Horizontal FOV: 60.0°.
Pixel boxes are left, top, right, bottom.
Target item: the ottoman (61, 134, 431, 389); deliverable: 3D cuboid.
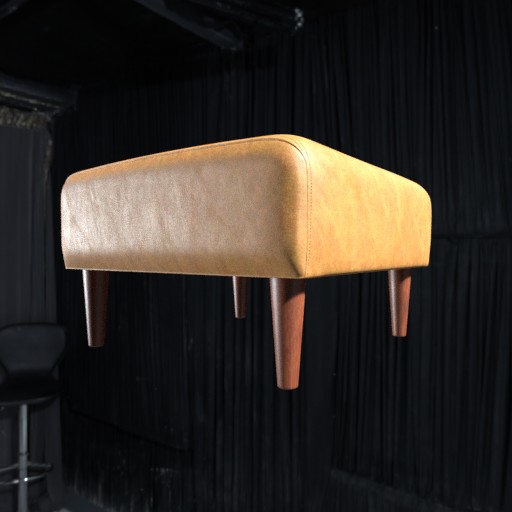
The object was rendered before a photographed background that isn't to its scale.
[{"bbox_3d":[0.000,0.000,1.047,0.650,0.399,0.650,0,1,37],"label":"ottoman"}]
